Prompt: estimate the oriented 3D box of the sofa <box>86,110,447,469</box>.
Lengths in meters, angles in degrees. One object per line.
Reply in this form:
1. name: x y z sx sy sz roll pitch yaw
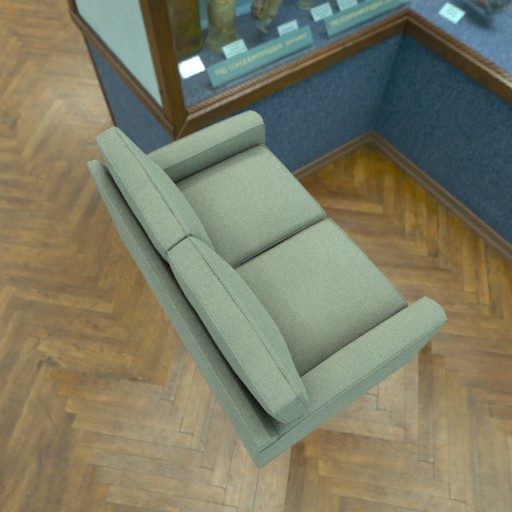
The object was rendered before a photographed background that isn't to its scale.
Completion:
1. sofa: 0.000 0.000 2.088 0.940 0.853 1.484 -29 63 -16
